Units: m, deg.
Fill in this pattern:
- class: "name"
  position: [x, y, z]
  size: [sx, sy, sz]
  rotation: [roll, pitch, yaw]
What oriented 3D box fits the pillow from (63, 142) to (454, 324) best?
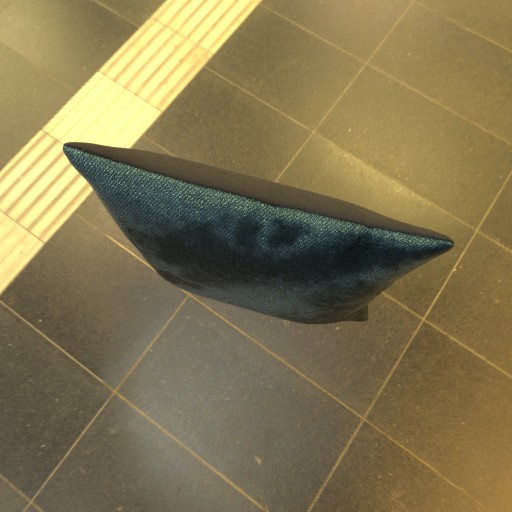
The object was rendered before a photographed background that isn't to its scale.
- class: "pillow"
  position: [0.000, 0.000, 0.650]
  size: [0.436, 0.430, 0.138]
  rotation: [15, 74, 4]
